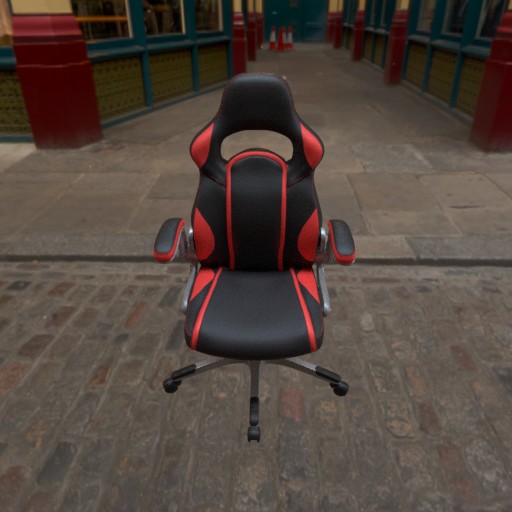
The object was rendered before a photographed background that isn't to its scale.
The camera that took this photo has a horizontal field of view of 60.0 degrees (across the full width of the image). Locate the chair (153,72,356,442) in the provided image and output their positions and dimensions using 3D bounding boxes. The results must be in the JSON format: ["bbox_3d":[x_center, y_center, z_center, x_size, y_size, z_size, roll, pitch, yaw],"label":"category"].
[{"bbox_3d":[0.000,0.000,1.612,0.758,1.165,0.712,1,30,1],"label":"chair"}]
